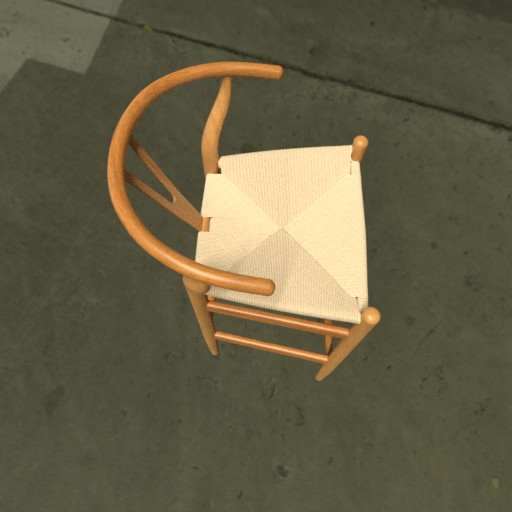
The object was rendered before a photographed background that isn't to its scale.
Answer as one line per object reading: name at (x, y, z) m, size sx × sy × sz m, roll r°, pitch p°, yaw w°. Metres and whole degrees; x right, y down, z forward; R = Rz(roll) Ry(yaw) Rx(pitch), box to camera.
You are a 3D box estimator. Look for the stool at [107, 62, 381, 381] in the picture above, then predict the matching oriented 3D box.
stool at (0.000, 0.000, 1.300) m, size 0.579 × 0.970 × 0.569 m, roll 3°, pitch 64°, yaw 1°
